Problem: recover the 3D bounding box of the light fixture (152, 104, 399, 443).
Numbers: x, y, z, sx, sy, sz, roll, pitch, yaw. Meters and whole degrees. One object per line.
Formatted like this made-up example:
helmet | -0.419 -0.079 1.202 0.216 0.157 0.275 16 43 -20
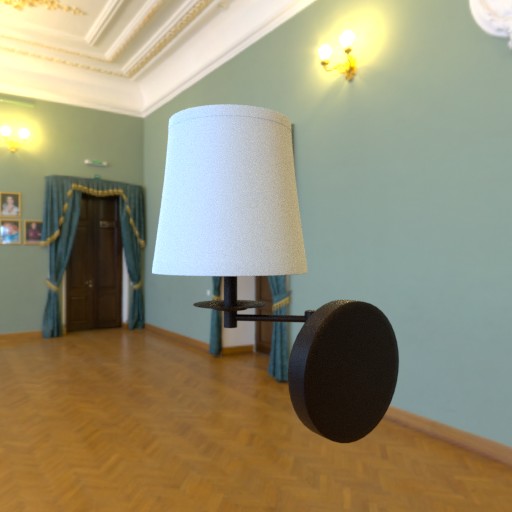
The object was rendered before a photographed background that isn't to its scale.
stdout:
light fixture | 0.000 0.000 0.268 0.100 0.172 0.157 0 0 -37
